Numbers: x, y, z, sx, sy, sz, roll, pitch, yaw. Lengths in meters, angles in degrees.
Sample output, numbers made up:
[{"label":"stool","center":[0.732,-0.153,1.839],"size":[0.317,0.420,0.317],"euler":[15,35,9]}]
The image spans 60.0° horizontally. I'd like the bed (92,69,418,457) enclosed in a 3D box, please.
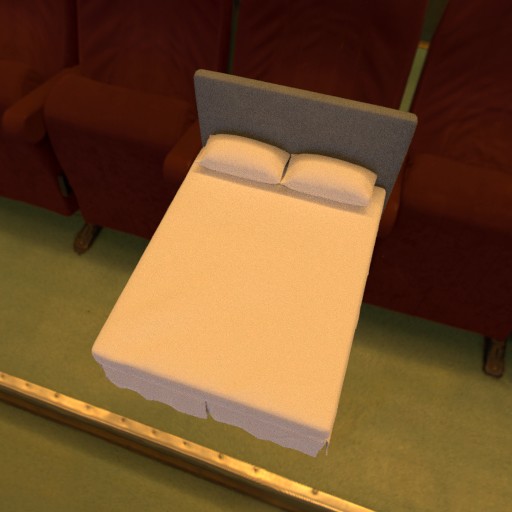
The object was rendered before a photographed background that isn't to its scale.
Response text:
[{"label":"bed","center":[0.000,0.000,3.193],"size":[1.713,1.330,2.142],"euler":[16,59,10]}]
